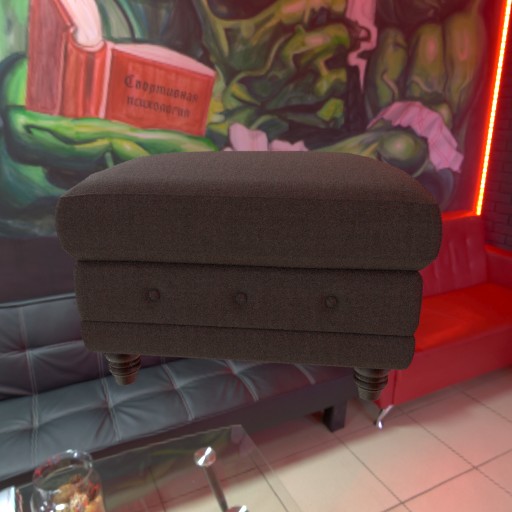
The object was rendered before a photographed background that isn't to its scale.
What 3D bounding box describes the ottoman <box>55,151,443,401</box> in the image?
[{"bbox_3d":[0.000,0.000,1.213,0.809,0.555,0.599,2,17,6],"label":"ottoman"}]
